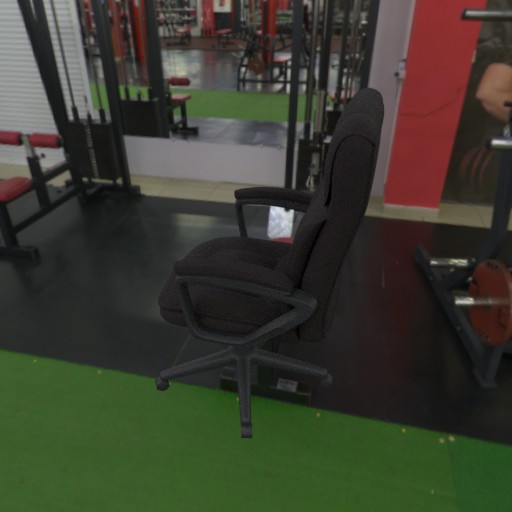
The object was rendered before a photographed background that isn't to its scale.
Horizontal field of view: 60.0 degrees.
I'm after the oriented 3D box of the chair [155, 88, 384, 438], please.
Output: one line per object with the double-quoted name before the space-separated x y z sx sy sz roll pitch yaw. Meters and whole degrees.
"chair" 0.000 0.000 1.547 0.724 1.105 0.667 8 32 13
